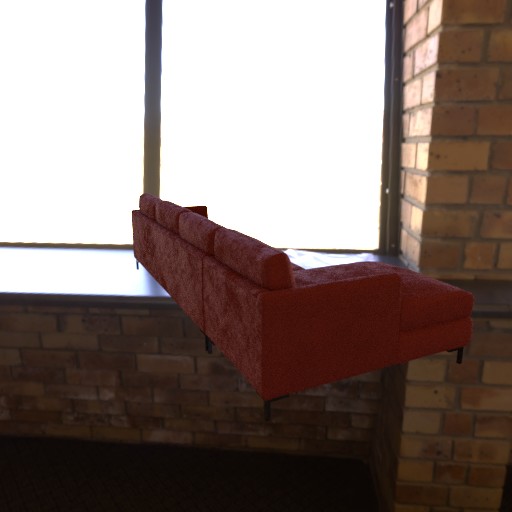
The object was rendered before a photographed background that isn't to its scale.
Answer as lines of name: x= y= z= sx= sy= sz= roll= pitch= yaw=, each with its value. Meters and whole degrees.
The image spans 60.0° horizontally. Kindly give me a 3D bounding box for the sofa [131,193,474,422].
sofa: x=0.000 y=0.000 z=2.911 sx=1.136 sy=0.663 sz=2.467 roll=-7 pitch=16 yaw=-26
